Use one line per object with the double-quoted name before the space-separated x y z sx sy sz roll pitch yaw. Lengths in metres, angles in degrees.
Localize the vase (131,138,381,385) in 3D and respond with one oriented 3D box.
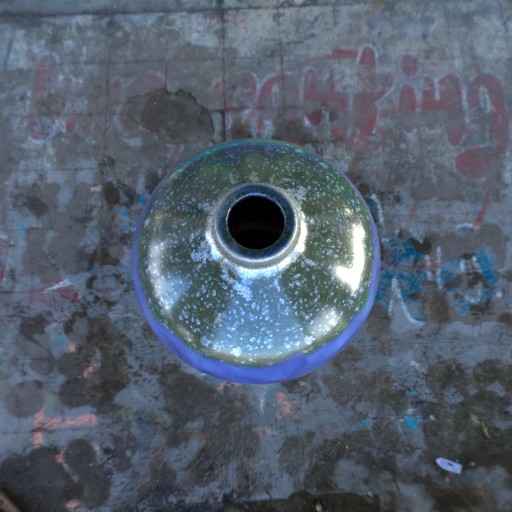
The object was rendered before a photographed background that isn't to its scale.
"vase" 0.000 0.000 0.275 0.154 0.133 0.154 0 76 0
